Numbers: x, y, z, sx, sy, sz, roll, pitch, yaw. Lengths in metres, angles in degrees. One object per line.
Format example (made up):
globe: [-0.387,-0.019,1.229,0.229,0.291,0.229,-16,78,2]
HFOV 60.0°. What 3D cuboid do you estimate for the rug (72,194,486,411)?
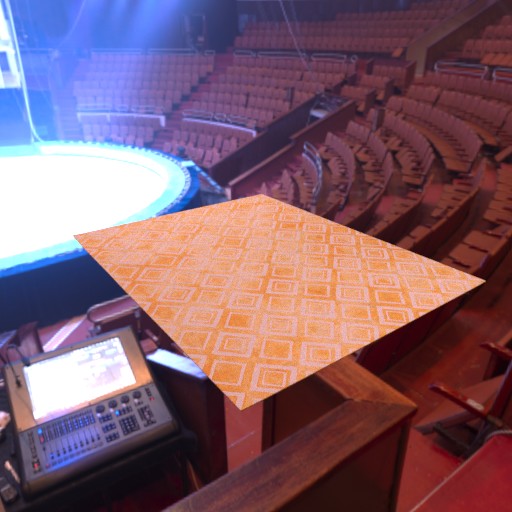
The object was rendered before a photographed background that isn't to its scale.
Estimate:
rug: [0.000,0.000,4.069,2.433,0.011,3.037,-17,30,-33]
